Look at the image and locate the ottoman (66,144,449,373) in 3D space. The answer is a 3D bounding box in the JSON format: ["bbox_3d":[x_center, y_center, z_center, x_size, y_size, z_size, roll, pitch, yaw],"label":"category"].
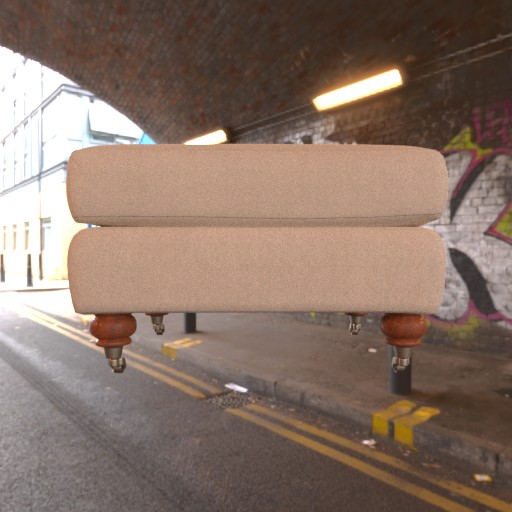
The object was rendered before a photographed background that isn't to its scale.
[{"bbox_3d":[0.000,0.000,1.134,0.773,0.499,0.569,0,1,0],"label":"ottoman"}]
